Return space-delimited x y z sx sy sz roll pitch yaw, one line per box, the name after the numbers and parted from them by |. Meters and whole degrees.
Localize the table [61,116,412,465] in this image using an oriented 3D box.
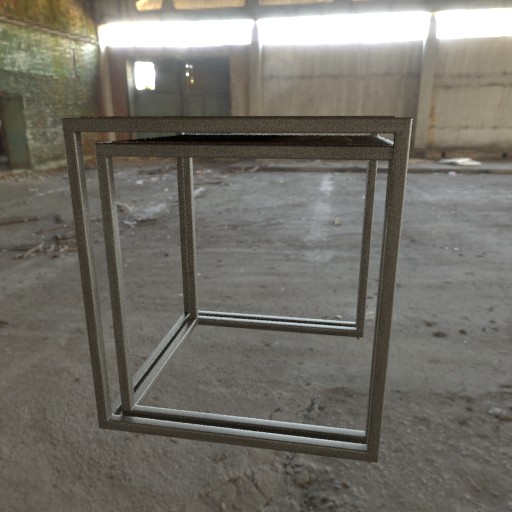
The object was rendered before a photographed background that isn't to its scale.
0.000 0.000 0.836 0.449 0.500 0.450 3 17 10 | table
